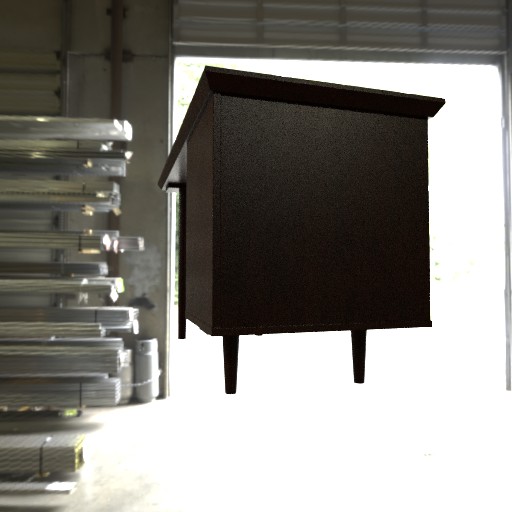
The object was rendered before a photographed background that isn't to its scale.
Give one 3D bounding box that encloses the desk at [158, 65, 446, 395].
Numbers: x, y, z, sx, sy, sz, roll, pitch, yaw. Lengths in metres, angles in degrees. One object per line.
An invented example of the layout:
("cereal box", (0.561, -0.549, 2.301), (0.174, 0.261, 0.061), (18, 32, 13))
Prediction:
("desk", (0.000, 0.000, 1.623), (0.612, 0.758, 1.277), (1, -2, -17))
